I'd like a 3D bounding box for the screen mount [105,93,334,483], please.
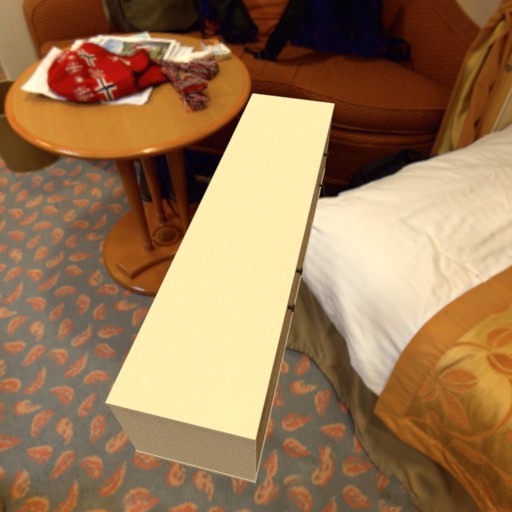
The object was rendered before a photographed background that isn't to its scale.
[{"bbox_3d":[0.000,0.000,1.821,0.418,0.520,1.600,10,50,9],"label":"screen mount"}]
